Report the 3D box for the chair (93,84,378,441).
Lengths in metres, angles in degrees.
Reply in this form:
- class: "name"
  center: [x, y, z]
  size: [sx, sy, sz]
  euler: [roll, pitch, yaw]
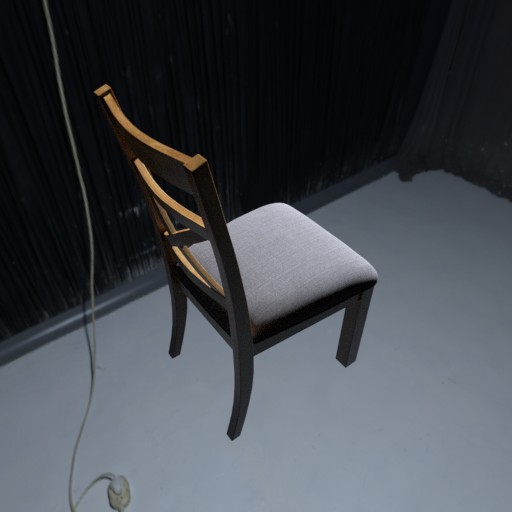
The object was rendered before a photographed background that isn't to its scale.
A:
- class: "chair"
  center: [0.000, 0.000, 1.247]
  size: [0.581, 0.949, 0.470]
  euler: [-26, 48, -27]
